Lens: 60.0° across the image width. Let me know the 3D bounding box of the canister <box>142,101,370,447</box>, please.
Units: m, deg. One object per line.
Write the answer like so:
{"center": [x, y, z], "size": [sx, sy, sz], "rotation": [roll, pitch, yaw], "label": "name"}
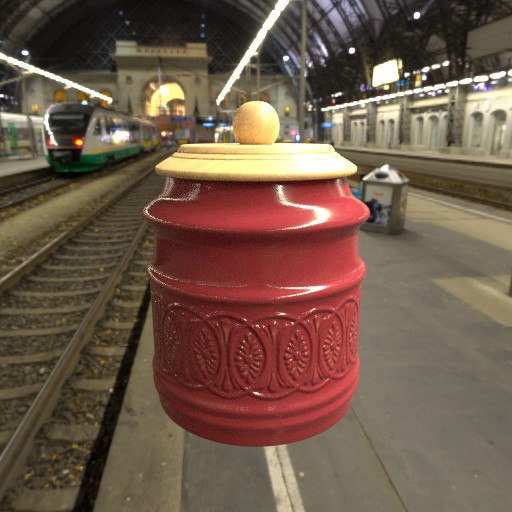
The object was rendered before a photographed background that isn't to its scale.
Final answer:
{"center": [0.000, 0.000, 0.267], "size": [0.130, 0.176, 0.130], "rotation": [0, 15, 0], "label": "canister"}
